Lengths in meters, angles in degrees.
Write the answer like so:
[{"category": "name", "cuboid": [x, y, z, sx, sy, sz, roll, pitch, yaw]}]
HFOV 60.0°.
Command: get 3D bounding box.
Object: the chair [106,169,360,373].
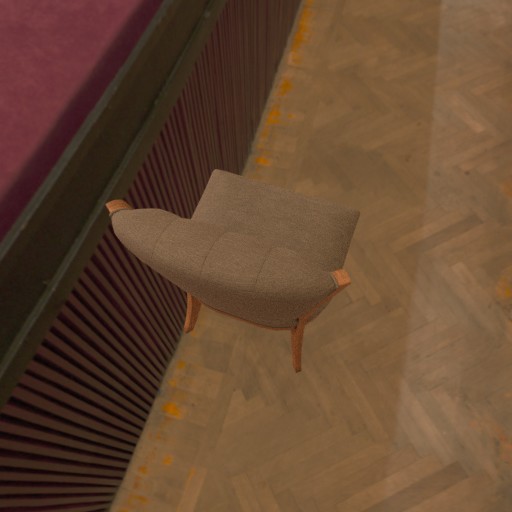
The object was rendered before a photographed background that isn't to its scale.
[{"category": "chair", "cuboid": [0.000, 0.000, 1.282, 0.513, 0.905, 0.584, 18, 64, 9]}]
